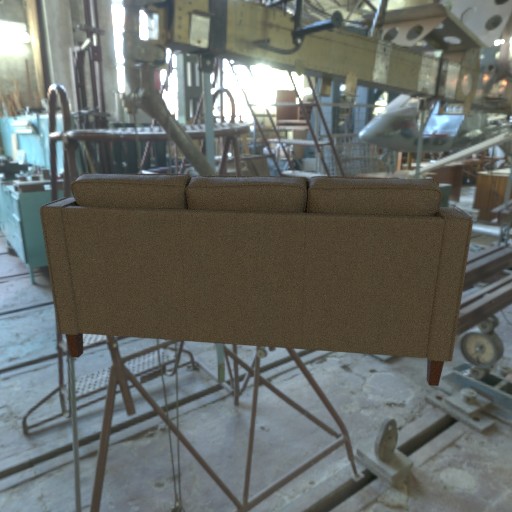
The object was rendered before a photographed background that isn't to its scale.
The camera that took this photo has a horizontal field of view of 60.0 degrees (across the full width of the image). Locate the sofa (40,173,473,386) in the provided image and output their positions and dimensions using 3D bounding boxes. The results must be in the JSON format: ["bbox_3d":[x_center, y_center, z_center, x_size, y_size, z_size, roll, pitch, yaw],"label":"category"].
[{"bbox_3d":[0.000,0.000,2.525,1.986,0.974,0.911,2,17,8],"label":"sofa"}]
